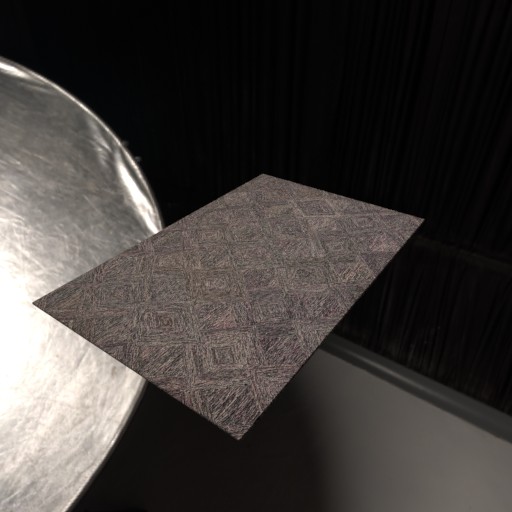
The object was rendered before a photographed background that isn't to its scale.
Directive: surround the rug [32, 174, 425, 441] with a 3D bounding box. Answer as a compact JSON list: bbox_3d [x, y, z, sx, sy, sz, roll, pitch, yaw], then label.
[{"bbox_3d":[0.000,0.000,2.944,1.501,0.017,2.298,22,39,29],"label":"rug"}]
